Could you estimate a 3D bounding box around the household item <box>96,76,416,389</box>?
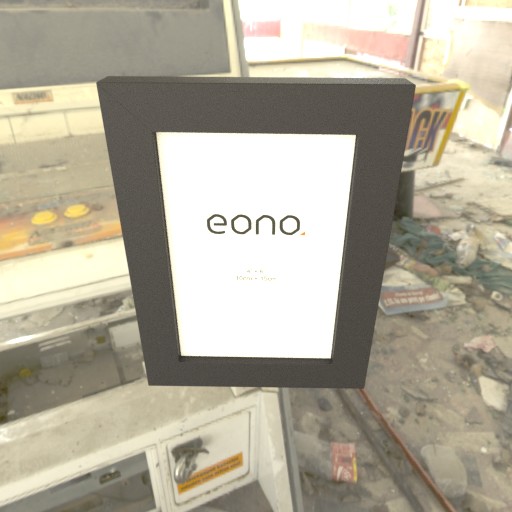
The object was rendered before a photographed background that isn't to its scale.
[{"bbox_3d":[0.000,0.000,0.237,0.133,0.178,0.022,1,31,1],"label":"household item"}]
